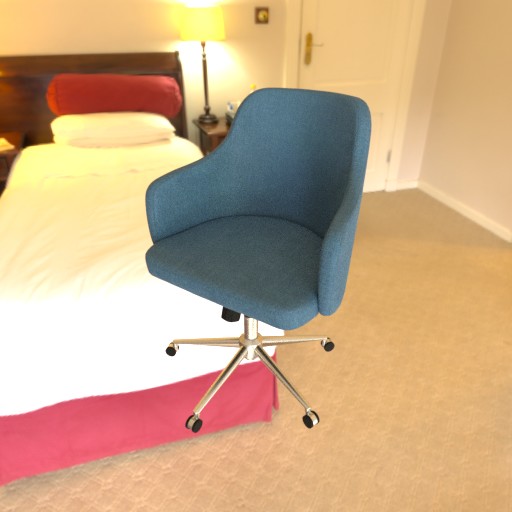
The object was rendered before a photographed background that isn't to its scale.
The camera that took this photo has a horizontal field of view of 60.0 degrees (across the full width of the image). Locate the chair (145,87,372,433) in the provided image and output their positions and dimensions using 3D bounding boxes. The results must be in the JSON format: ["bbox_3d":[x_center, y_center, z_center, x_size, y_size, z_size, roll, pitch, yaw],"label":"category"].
[{"bbox_3d":[0.000,0.000,1.263,0.599,0.820,0.655,19,34,30],"label":"chair"}]
